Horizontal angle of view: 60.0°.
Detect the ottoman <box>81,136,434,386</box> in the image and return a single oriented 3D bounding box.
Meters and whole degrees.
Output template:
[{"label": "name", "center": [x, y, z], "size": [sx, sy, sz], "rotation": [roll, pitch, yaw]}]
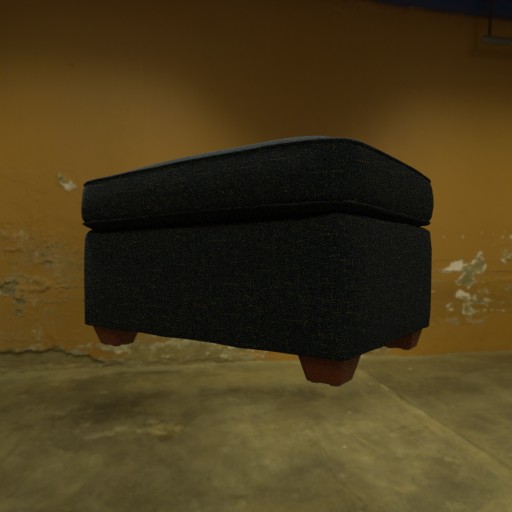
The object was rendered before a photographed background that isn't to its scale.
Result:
[{"label": "ottoman", "center": [0.000, 0.000, 1.111], "size": [0.749, 0.450, 0.549], "rotation": [-1, -1, 36]}]
